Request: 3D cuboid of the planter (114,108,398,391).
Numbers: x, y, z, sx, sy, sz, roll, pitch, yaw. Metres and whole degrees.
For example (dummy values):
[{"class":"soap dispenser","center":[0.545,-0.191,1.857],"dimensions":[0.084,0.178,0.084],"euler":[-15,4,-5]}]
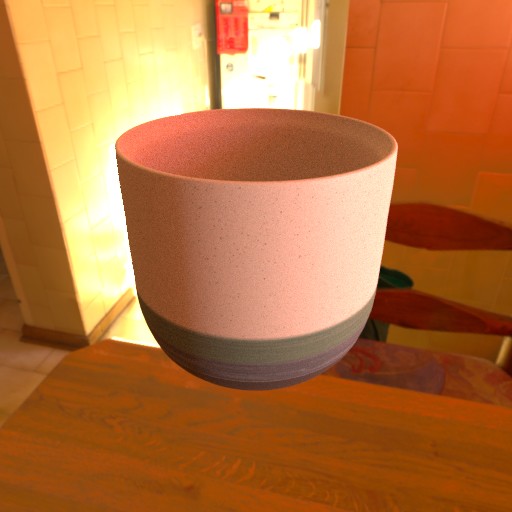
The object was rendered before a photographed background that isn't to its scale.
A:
[{"class":"planter","center":[0.000,0.000,0.497],"dimensions":[0.268,0.270,0.268],"euler":[0,30,0]}]
